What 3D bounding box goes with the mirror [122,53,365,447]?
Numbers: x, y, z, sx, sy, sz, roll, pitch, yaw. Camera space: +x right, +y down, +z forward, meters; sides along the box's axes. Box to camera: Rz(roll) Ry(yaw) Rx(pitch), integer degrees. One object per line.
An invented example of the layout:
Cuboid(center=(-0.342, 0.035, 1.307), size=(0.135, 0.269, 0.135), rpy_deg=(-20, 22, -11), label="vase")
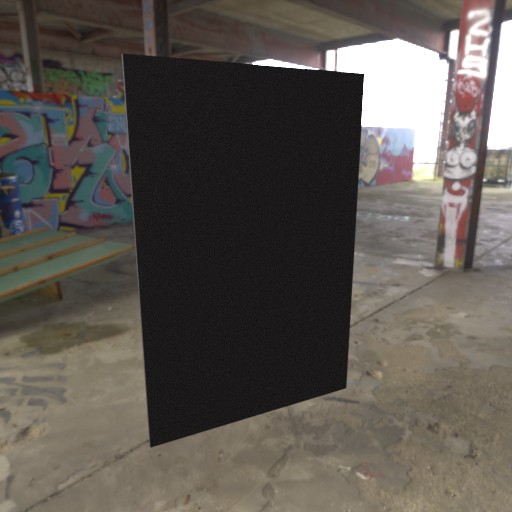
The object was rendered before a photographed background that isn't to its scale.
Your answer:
Cuboid(center=(0.000, 0.000, 1.146), size=(0.613, 0.914, 0.039), rpy_deg=(-7, 16, -26), label="mirror")
